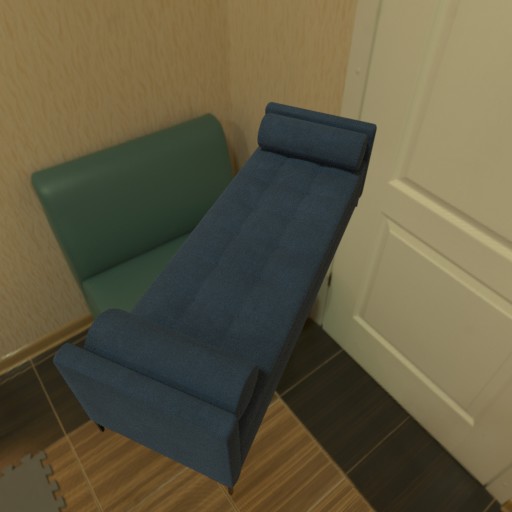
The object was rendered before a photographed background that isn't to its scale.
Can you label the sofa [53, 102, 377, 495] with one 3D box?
[{"bbox_3d":[0.000,0.000,2.268,0.686,0.635,1.981,18,49,16],"label":"sofa"}]
